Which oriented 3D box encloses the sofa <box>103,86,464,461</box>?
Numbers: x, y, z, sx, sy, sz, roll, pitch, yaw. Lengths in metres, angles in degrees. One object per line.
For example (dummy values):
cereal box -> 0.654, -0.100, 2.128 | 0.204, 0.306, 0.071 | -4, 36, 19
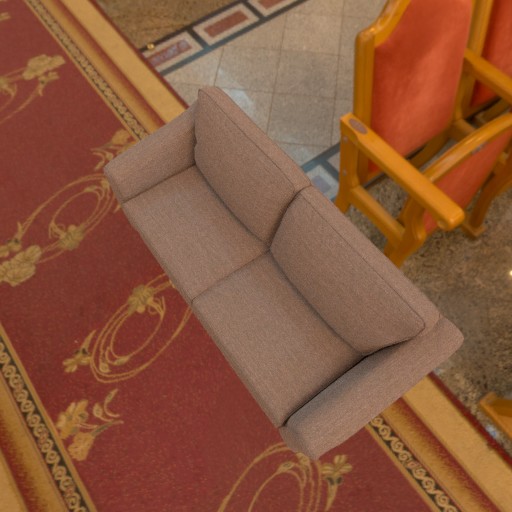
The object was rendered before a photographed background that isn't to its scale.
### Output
sofa -> 0.000, 0.000, 2.750 | 0.980, 0.965, 2.270 | -33, 67, -16
